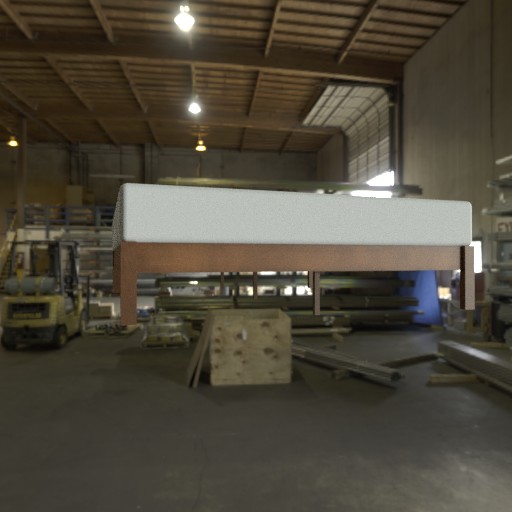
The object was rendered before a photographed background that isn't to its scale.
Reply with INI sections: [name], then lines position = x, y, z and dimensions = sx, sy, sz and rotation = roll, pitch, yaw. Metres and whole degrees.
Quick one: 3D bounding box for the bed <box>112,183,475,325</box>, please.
[bed]
position = 0.000, 0.000, 3.175
dimensions = 1.930, 0.616, 2.049
rotation = 0, -1, -19
